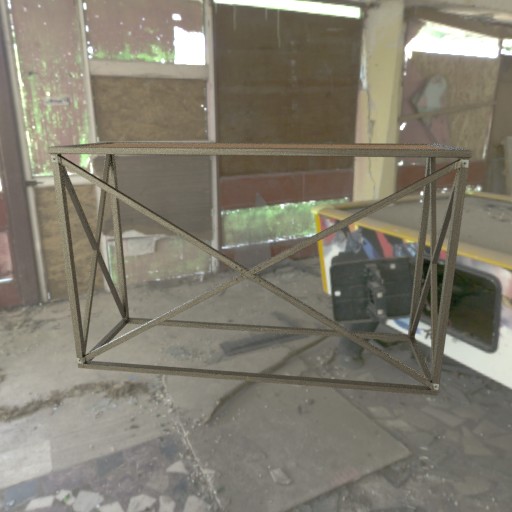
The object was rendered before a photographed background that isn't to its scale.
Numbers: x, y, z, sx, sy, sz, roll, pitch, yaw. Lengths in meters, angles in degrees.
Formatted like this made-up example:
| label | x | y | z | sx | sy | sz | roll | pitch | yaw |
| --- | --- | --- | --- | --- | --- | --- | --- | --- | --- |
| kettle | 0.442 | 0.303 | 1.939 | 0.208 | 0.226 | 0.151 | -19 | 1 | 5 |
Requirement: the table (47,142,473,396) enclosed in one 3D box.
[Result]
| label | x | y | z | sx | sy | sz | roll | pitch | yaw |
| --- | --- | --- | --- | --- | --- | --- | --- | --- | --- |
| table | 0.000 | 0.000 | 1.552 | 1.216 | 0.753 | 0.402 | 2 | 17 | 8 |
